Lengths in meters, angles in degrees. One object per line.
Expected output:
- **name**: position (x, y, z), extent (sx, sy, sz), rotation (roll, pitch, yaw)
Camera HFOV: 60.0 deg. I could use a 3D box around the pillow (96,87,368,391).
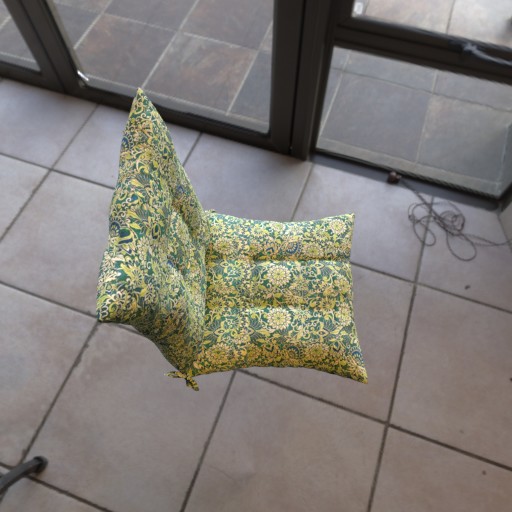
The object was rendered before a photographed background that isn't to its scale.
- **pillow**: position (0.000, 0.000, 1.040), extent (0.585, 0.536, 0.541), rotation (1, 64, 0)
